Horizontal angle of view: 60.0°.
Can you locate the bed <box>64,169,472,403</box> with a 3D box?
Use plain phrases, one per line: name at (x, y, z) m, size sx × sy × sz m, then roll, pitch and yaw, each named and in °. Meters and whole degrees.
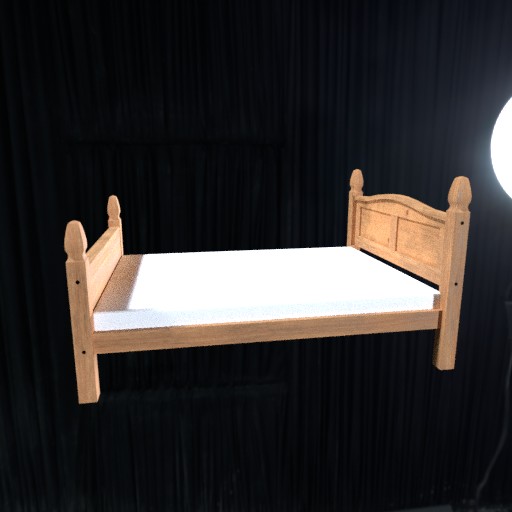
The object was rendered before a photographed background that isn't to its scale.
bed at (0.000, 0.000, 2.985) m, size 2.069 × 1.100 × 1.490 m, roll -2°, pitch 13°, yaw -10°
